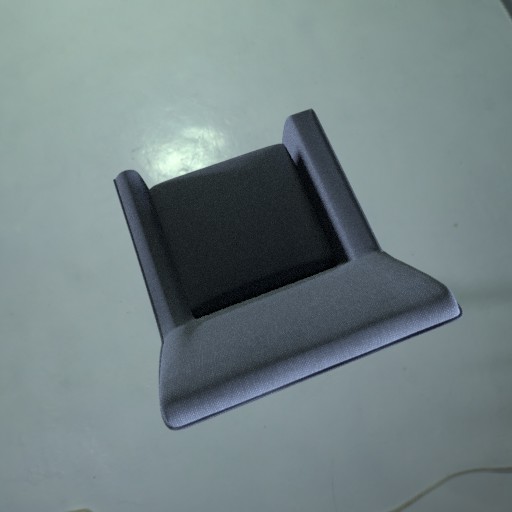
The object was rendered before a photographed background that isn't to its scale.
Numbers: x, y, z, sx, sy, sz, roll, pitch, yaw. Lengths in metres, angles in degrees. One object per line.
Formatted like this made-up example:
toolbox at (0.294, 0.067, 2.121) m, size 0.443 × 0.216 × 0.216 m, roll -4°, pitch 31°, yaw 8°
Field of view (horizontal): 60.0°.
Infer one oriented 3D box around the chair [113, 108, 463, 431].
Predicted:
chair at (0.000, 0.000, 1.581) m, size 0.780 × 0.919 × 0.899 m, roll -20°, pitch 74°, yaw -6°
